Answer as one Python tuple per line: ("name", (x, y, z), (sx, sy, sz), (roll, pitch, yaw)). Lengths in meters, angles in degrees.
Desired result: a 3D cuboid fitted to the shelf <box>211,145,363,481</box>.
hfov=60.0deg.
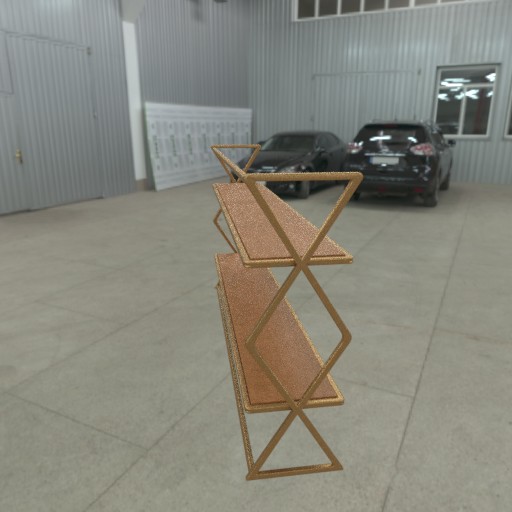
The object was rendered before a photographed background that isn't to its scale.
("shelf", (0.000, 0.000, 0.994), (0.150, 0.450, 0.822), (-2, 17, -8))
